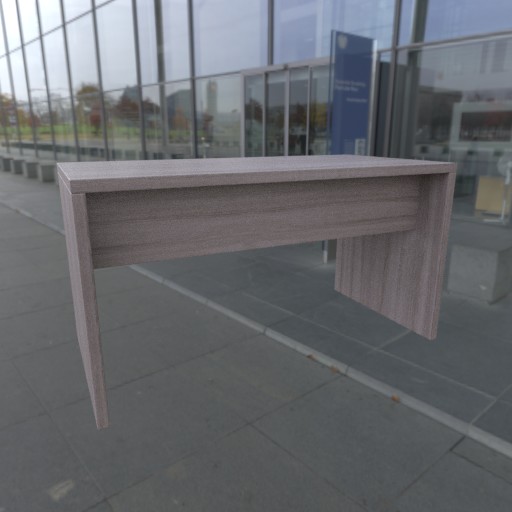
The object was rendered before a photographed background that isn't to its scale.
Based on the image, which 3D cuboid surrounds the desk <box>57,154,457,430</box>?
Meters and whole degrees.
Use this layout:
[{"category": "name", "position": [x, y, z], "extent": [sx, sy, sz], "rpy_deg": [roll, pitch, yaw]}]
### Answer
[{"category": "desk", "position": [0.000, 0.000, 1.807], "extent": [1.380, 0.745, 0.690], "rpy_deg": [-8, 17, -25]}]
